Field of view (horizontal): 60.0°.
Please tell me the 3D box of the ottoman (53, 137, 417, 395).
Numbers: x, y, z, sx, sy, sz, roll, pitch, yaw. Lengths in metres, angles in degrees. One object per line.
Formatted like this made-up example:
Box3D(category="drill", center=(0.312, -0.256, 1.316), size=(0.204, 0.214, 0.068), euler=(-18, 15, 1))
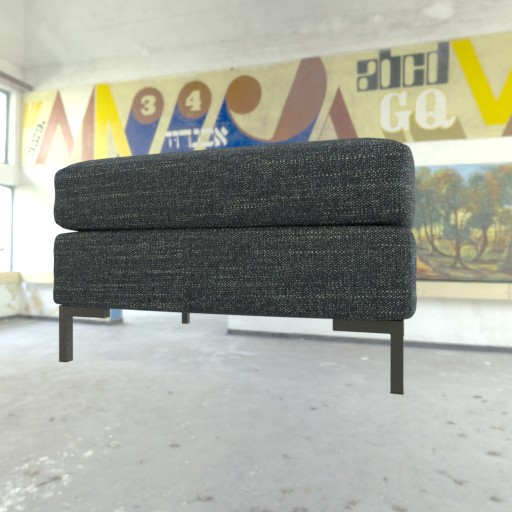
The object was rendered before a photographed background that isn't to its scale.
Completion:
Box3D(category="ottoman", center=(0.000, 0.000, 1.201), size=(0.814, 0.491, 0.667), euler=(0, 0, 19))
